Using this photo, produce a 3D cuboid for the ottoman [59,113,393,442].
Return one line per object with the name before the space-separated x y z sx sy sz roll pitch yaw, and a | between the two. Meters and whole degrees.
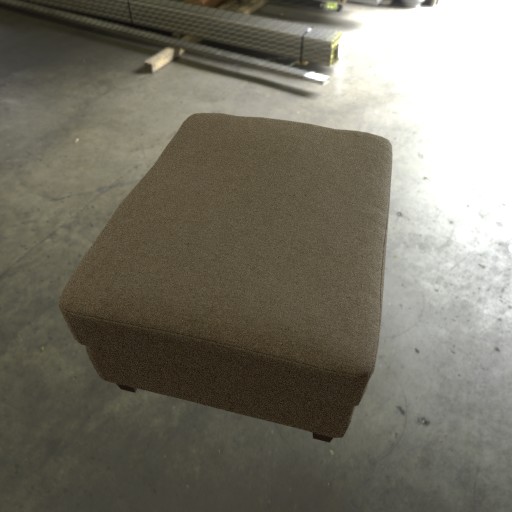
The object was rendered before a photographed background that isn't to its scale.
ottoman | 0.000 0.000 1.314 0.692 0.511 0.889 10 47 10
